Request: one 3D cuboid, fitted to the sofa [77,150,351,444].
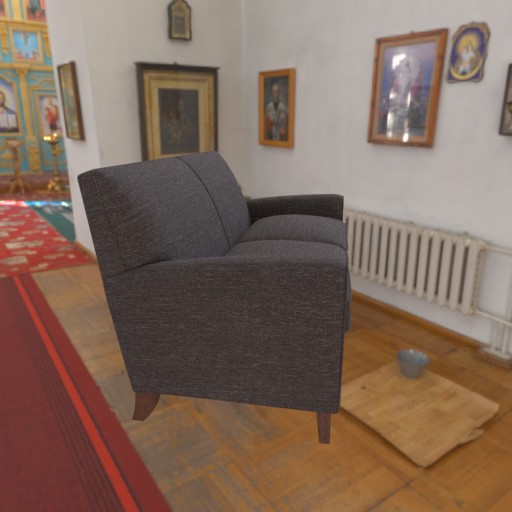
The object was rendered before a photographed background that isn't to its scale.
[{"bbox_3d":[0.000,0.000,2.083,0.867,0.905,1.509,3,16,10],"label":"sofa"}]
